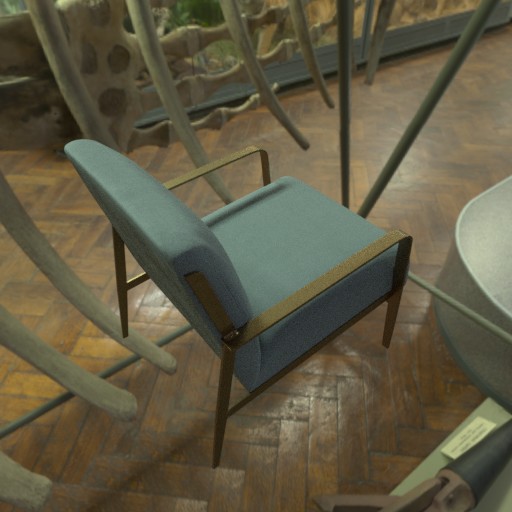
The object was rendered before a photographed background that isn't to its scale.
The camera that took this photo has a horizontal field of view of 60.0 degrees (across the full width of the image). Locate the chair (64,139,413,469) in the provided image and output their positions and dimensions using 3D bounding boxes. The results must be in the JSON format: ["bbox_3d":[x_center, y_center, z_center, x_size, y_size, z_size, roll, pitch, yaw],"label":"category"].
[{"bbox_3d":[0.000,0.000,1.431,0.842,0.824,0.701,-26,47,-28],"label":"chair"}]
